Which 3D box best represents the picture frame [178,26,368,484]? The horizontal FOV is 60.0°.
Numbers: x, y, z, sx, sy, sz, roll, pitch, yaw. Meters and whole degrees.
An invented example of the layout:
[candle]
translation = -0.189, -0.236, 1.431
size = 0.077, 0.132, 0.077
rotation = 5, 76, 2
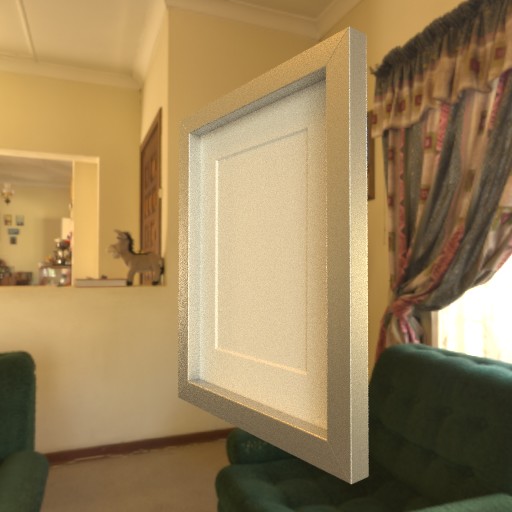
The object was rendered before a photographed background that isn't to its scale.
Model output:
[picture frame]
translation = 0.000, 0.000, 0.506
size = 0.036, 0.386, 0.307
rotation = 1, -2, -37
